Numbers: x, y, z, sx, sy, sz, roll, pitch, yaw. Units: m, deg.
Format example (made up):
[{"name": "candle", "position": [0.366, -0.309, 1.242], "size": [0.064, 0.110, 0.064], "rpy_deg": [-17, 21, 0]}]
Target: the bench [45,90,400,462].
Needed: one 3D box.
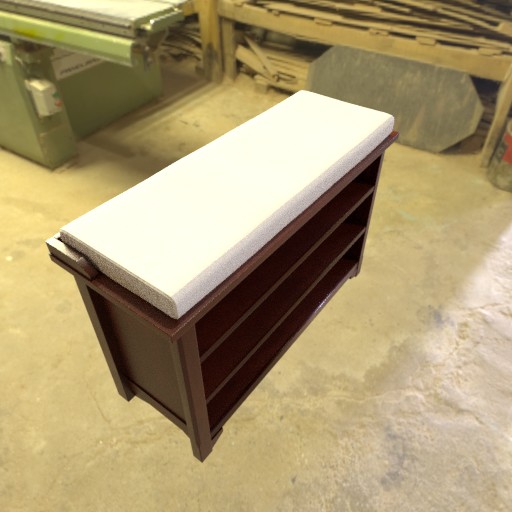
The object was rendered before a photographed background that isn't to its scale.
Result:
[{"name": "bench", "position": [0.000, 0.000, 1.334], "size": [0.369, 0.646, 0.987], "rpy_deg": [27, 48, 27]}]
